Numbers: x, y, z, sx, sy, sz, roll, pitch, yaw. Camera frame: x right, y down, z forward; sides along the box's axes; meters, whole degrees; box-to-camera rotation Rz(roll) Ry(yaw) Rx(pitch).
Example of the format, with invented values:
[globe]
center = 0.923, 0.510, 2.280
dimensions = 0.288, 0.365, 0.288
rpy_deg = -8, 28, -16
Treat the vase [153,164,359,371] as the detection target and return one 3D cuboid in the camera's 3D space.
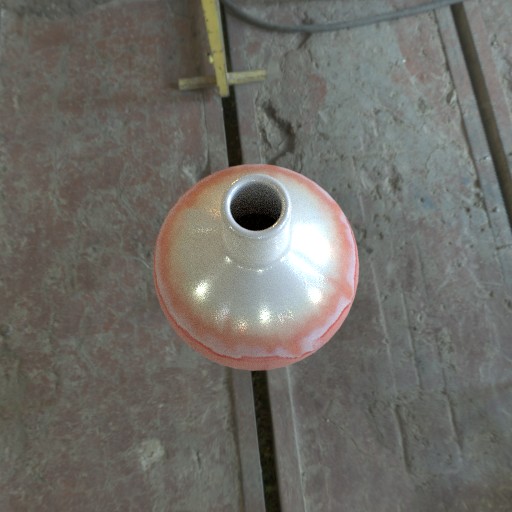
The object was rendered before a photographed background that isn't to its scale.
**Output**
[vase]
center = 0.000, 0.000, 0.272
dimensions = 0.137, 0.176, 0.137
rpy_deg = 0, 76, 0
